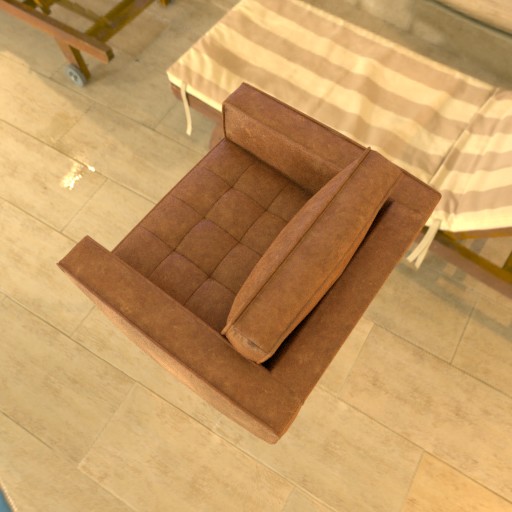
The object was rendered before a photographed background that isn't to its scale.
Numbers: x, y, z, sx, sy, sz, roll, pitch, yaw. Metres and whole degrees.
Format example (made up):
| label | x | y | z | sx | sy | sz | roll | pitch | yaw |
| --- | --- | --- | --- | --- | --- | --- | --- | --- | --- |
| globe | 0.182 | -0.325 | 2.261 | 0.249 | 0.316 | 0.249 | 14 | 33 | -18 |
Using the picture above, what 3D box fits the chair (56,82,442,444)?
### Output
| label | x | y | z | sx | sy | sz | roll | pitch | yaw |
| --- | --- | --- | --- | --- | --- | --- | --- | --- | --- |
| chair | 0.000 | 0.000 | 1.493 | 0.798 | 0.767 | 0.928 | 34 | 69 | 15 |
